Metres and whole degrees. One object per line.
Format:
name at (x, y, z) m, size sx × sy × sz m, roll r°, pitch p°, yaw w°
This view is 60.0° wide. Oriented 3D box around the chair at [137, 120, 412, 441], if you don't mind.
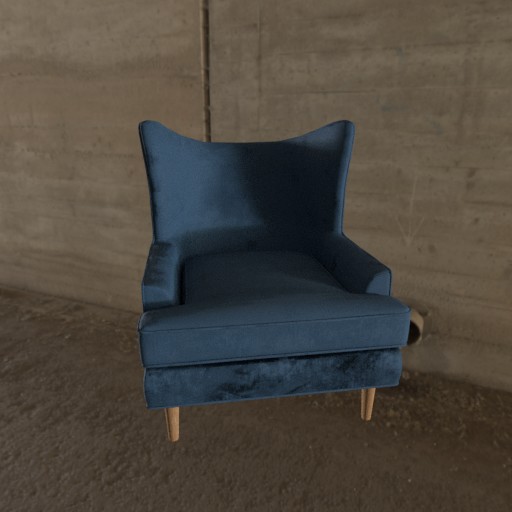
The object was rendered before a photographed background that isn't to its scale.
chair at (0.000, 0.000, 1.623) m, size 0.793 × 0.952 × 0.910 m, roll -3°, pitch 18°, yaw -9°
